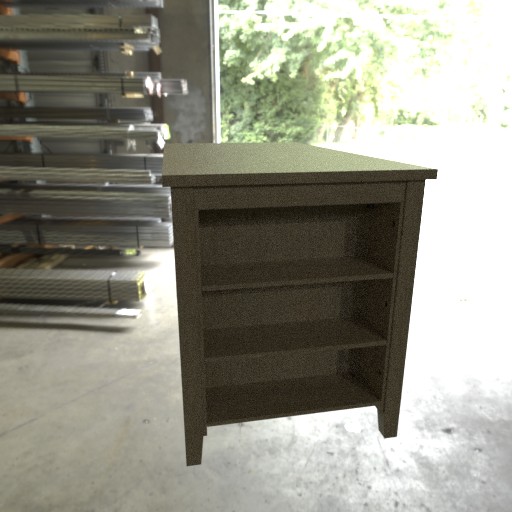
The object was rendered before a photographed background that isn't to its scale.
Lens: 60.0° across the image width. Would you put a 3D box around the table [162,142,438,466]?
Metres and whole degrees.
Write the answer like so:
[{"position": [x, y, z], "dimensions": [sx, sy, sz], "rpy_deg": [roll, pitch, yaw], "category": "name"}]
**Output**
[{"position": [0.000, 0.000, 1.909], "dimensions": [0.729, 0.874, 1.397], "rpy_deg": [-3, 18, -10], "category": "table"}]
